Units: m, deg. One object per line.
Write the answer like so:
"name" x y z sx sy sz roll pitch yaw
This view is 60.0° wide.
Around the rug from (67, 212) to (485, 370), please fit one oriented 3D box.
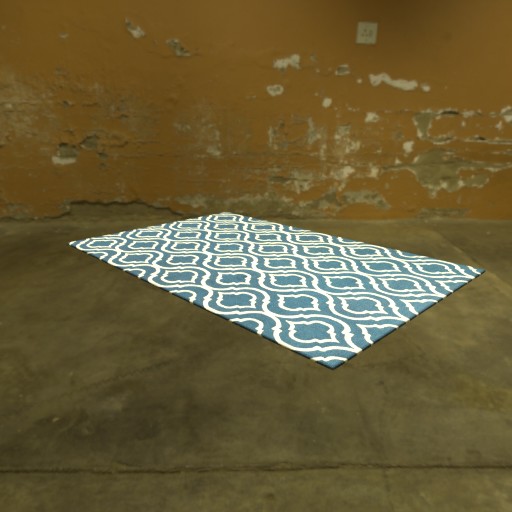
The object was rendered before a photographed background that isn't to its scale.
"rug" 0.000 0.000 2.181 1.143 0.010 1.753 -17 24 -42
